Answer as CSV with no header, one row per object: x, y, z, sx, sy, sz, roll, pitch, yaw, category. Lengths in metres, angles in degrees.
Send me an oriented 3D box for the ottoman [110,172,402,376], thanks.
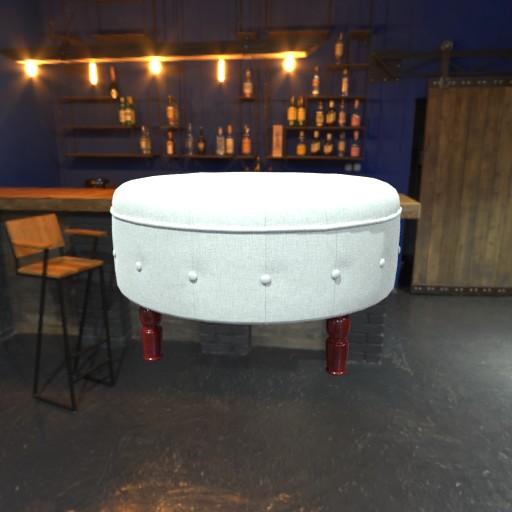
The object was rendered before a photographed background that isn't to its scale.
0.000,0.000,1.395,0.850,0.483,0.850,0,14,0,ottoman
